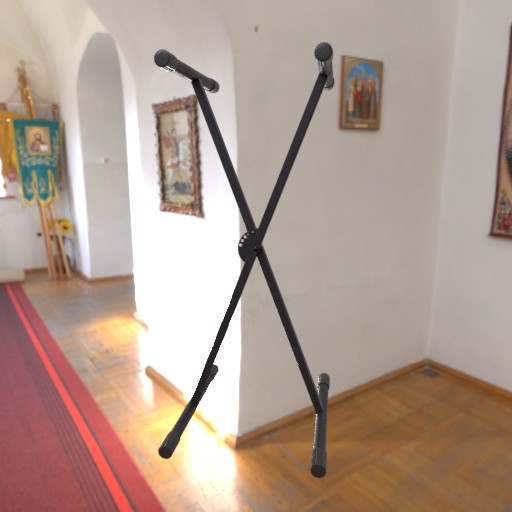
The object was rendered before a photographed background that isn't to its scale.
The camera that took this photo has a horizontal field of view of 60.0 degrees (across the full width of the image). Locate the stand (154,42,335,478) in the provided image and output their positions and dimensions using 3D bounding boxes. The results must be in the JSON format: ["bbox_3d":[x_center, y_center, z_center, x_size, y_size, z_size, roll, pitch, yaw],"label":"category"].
[{"bbox_3d":[0.000,0.000,1.169,0.409,0.940,0.449,2,13,10],"label":"stand"}]
